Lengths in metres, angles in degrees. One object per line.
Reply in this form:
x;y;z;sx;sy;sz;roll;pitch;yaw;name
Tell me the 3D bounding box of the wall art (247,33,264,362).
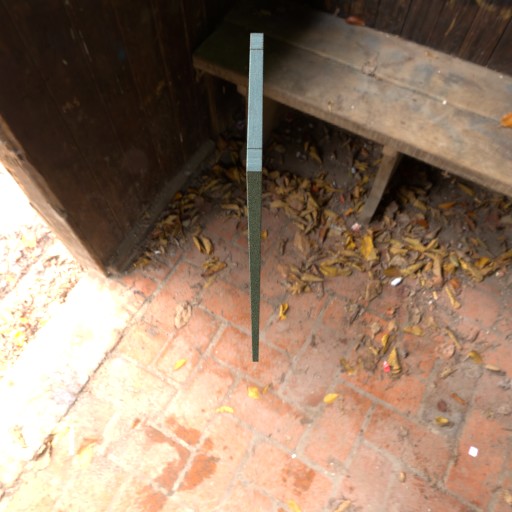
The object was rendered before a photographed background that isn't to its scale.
0.000;0.000;1.311;0.025;1.219;0.329;1;63;0;wall art
